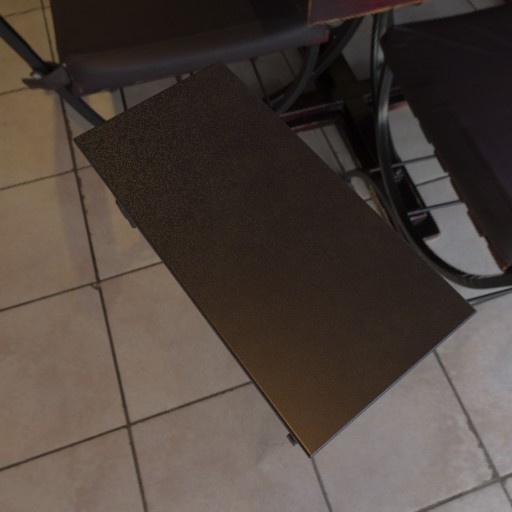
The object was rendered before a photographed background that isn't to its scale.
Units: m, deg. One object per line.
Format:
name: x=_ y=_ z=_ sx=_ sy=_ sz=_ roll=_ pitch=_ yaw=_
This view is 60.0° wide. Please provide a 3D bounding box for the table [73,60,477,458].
table: x=0.000 y=0.000 z=1.451 sx=0.550 sy=0.510 sz=1.107 roll=-35 pitch=69 yaw=-15
